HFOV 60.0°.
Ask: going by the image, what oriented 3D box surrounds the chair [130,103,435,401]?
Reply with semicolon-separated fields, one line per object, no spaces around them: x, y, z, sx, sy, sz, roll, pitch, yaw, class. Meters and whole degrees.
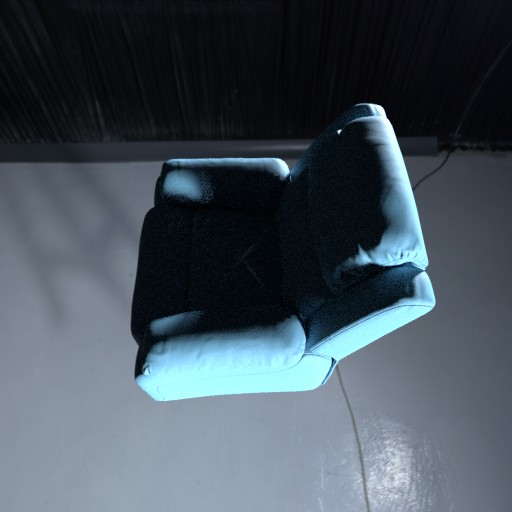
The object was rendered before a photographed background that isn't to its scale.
0.000;0.000;1.247;0.709;0.702;0.680;-2;59;-1;chair
